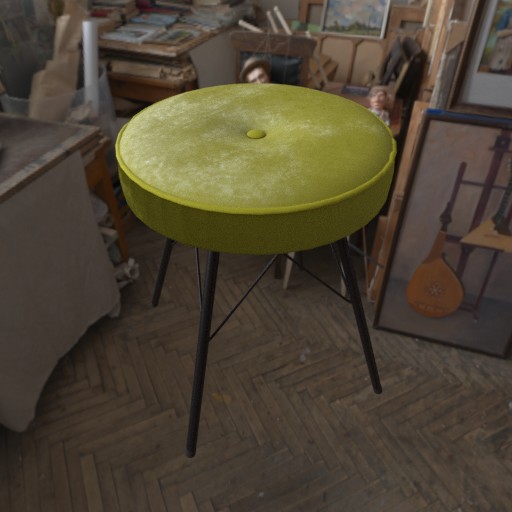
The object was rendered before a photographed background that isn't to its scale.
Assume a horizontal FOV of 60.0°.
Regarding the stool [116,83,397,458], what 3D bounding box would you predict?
[{"bbox_3d":[0.000,0.000,0.811,0.409,0.508,0.409,-13,42,-15],"label":"stool"}]
